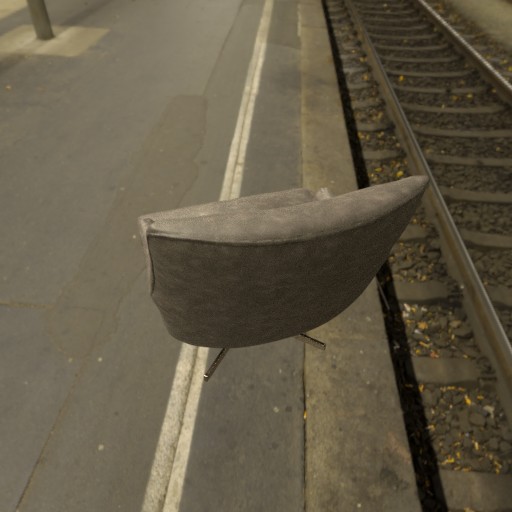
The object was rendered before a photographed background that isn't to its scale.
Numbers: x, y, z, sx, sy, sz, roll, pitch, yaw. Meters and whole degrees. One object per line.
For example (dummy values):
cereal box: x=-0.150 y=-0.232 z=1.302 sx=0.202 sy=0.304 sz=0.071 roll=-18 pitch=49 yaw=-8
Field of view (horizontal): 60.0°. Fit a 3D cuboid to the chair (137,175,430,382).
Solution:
chair: x=0.000 y=0.000 z=1.504 sx=0.738 sy=0.870 sz=0.874 roll=-11 pitch=42 yaw=-13
